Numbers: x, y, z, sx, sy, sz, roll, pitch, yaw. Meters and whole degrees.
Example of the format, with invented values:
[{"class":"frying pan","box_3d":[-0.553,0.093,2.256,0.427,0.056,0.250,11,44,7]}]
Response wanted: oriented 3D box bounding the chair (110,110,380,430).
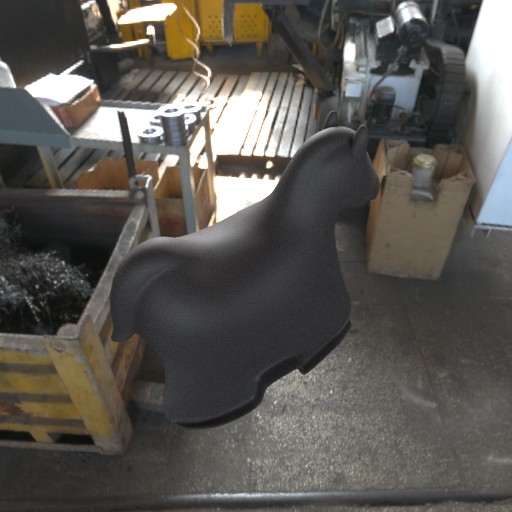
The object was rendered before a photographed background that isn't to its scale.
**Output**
[{"class":"chair","box_3d":[0.000,0.000,1.144,0.800,0.612,0.429,-24,46,-25]}]
